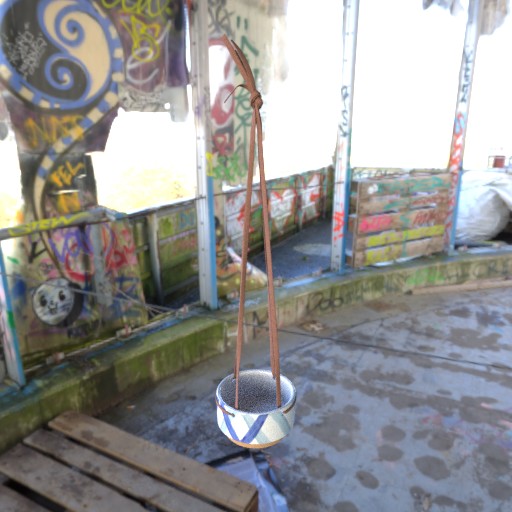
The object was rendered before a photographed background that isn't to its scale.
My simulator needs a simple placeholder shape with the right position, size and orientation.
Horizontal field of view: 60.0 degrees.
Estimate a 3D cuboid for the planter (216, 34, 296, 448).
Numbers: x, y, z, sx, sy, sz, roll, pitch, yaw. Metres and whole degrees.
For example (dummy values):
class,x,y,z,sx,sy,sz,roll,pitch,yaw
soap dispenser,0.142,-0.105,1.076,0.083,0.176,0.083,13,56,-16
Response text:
class,x,y,z,sx,sy,sz,roll,pitch,yaw
planter,0.000,0.000,0.831,0.166,0.751,0.166,8,18,26
